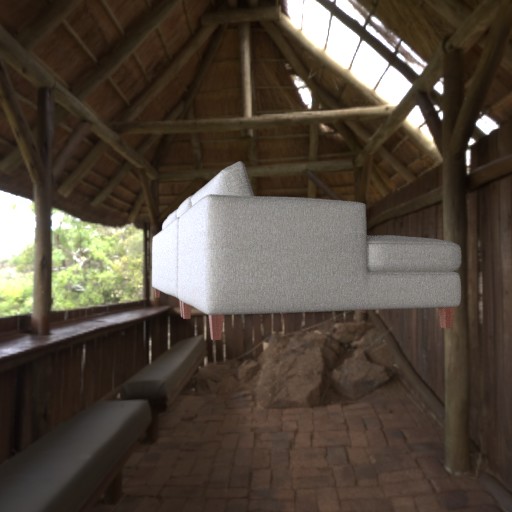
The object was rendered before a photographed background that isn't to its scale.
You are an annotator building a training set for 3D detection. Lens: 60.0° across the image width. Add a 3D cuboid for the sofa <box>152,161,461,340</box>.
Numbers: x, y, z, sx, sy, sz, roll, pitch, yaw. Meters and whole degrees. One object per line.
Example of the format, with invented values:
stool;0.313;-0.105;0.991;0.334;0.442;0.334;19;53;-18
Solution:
sofa;0.000;0.000;3.771;1.502;0.876;3.201;0;-2;-18
